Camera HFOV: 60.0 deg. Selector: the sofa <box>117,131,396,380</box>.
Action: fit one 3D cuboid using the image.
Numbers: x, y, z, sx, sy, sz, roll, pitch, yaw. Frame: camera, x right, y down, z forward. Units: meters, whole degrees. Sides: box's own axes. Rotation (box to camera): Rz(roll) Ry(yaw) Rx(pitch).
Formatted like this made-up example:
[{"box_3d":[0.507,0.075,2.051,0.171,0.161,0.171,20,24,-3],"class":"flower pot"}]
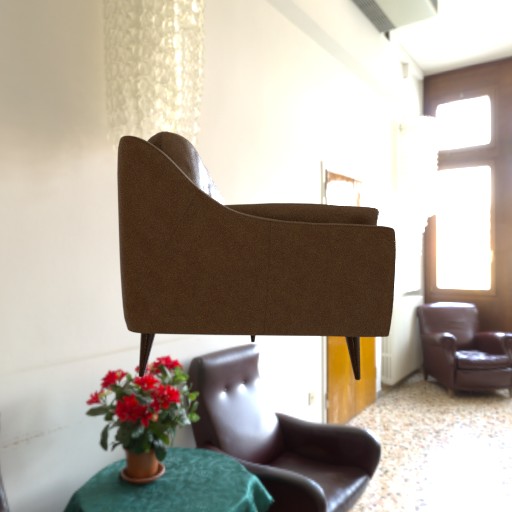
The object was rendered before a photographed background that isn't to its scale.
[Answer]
[{"box_3d":[0.000,0.000,2.283,0.981,0.886,1.731,0,0,0],"class":"sofa"}]
